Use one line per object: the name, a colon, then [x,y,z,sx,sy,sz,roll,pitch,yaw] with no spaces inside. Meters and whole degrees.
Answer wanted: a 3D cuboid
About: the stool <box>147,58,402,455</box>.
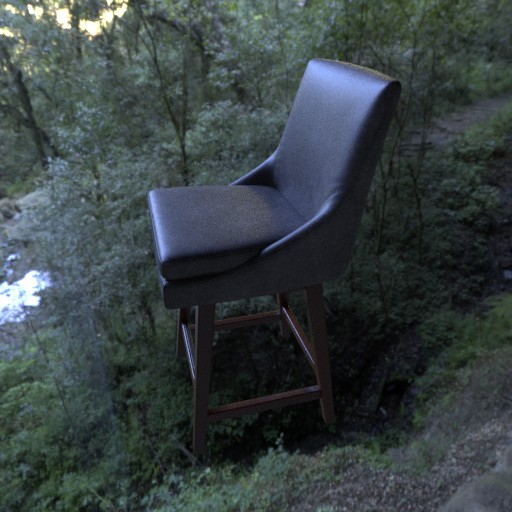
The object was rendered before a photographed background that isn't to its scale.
stool: [0.000,0.000,1.334,0.587,1.046,0.492,-8,31,-13]
